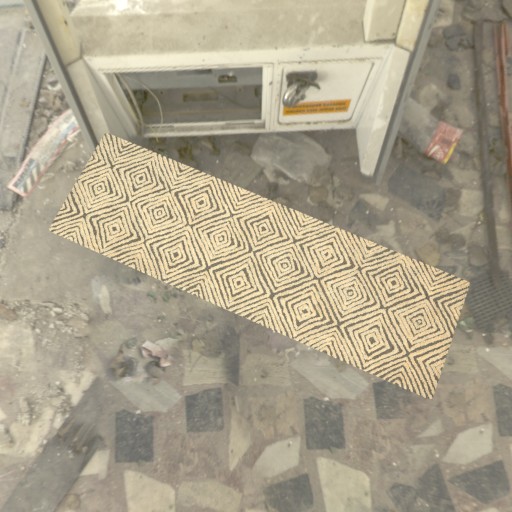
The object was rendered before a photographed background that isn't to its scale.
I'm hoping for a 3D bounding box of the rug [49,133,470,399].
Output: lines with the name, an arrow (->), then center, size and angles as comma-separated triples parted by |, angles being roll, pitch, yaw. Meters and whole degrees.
rug -> 0.000, 0.000, 2.475 | 2.277, 0.008, 0.676 | 23, 77, 6
